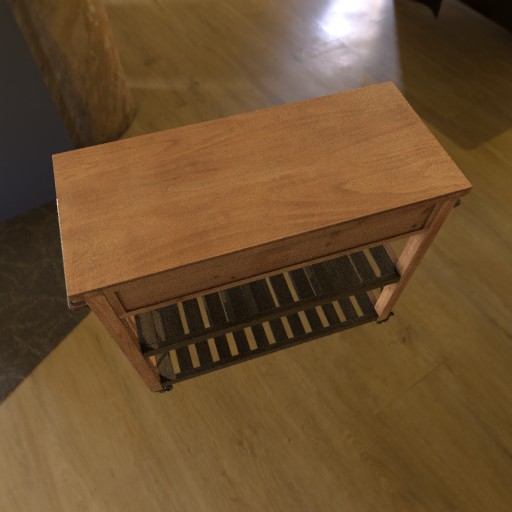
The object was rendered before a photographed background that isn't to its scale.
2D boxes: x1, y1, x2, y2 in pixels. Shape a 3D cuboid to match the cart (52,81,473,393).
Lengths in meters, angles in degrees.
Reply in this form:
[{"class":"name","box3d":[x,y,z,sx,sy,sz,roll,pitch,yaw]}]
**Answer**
[{"class":"cart","box3d":[0.000,0.000,0.977,0.686,0.554,0.298,-15,59,-10]}]
